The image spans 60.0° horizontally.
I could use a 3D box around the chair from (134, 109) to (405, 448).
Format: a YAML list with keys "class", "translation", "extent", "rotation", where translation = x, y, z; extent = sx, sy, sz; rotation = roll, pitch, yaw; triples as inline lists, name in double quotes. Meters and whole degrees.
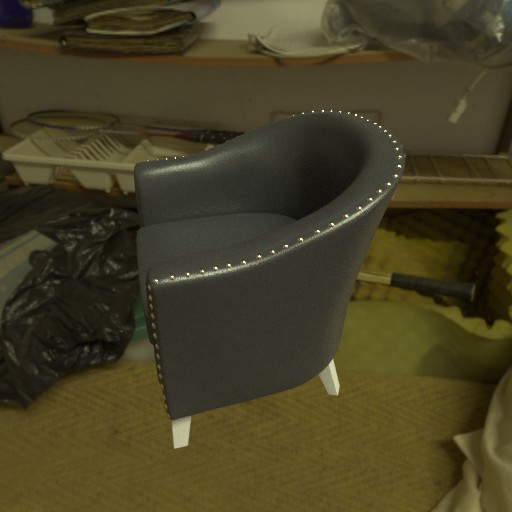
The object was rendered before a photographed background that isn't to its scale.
- class: "chair"
  translation: [0.000, 0.000, 1.443]
  extent: [0.748, 0.823, 0.794]
  rotation: [-8, 32, -13]
